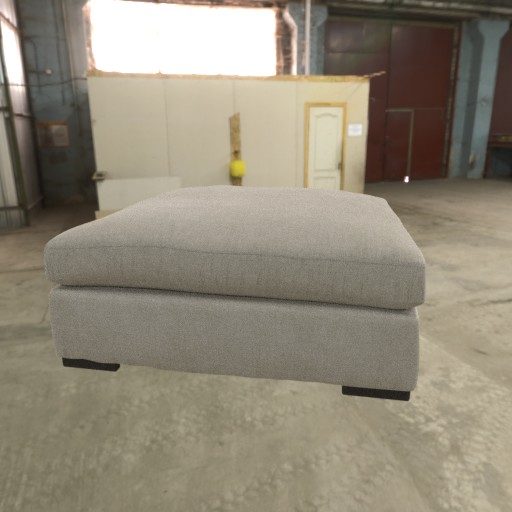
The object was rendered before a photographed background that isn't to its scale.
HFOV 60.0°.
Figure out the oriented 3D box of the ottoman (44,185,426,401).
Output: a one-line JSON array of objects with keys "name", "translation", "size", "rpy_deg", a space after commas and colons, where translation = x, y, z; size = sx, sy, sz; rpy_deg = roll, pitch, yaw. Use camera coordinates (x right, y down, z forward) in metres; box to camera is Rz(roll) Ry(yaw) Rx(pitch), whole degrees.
[{"name": "ottoman", "translation": [0.000, 0.000, 1.843], "size": [1.171, 0.517, 1.203], "rpy_deg": [3, 16, 10]}]
